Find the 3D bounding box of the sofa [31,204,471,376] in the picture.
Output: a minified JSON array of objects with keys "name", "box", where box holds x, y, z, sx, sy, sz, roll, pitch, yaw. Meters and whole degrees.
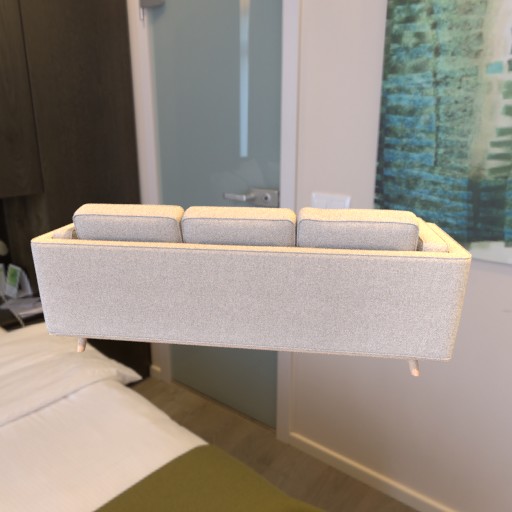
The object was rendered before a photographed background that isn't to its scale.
[{"name":"sofa","box":[0.000,0.000,3.159,2.411,0.929,1.604,2,16,8]}]
